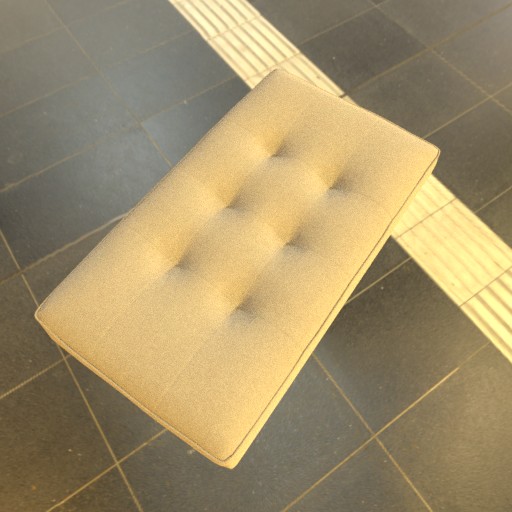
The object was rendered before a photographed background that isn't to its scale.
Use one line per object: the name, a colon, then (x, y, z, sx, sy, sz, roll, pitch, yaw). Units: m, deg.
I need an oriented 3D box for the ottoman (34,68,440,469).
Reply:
ottoman: (0.000, 0.000, 1.444, 0.648, 0.508, 1.143, 33, 68, 15)
